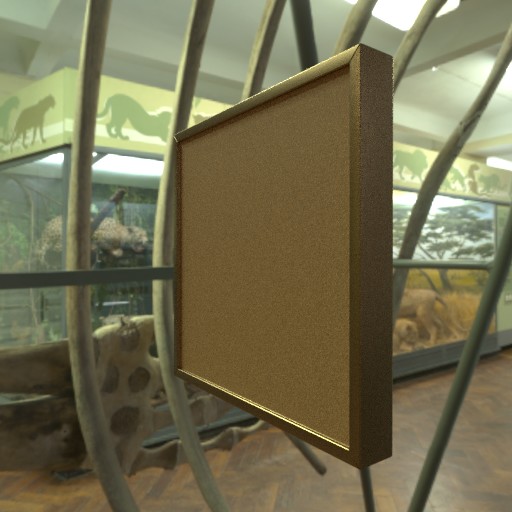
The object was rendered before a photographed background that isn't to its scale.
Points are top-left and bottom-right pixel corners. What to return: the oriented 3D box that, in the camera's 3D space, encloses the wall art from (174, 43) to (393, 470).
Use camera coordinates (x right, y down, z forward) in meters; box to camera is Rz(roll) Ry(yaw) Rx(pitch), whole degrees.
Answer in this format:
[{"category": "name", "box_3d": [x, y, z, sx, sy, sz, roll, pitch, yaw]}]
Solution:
[{"category": "wall art", "box_3d": [0.000, 0.000, 0.449, 0.037, 0.305, 0.305, 0, 0, -36]}]
